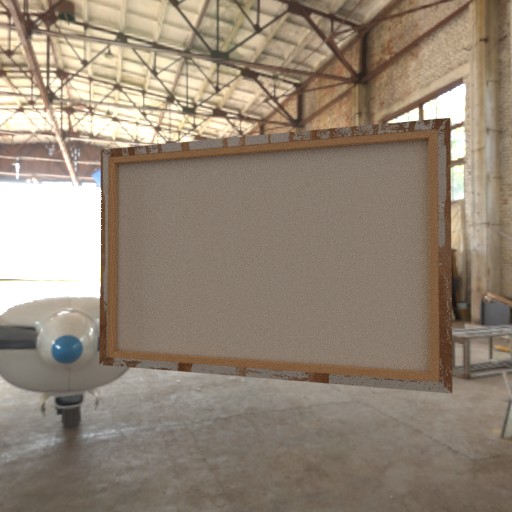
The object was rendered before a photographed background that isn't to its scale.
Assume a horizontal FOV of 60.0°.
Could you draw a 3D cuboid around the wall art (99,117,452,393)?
[{"bbox_3d":[0.000,0.000,1.131,0.914,0.609,0.035,0,-1,18],"label":"wall art"}]
